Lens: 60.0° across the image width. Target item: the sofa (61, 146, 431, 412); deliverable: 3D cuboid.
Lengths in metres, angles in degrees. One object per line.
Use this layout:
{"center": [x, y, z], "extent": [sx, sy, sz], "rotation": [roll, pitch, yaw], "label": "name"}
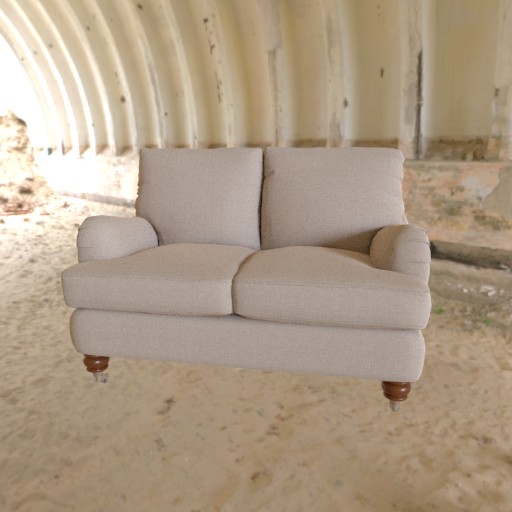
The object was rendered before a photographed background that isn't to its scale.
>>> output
{"center": [0.000, 0.000, 2.180], "extent": [1.508, 1.048, 1.087], "rotation": [2, 14, 10], "label": "sofa"}
